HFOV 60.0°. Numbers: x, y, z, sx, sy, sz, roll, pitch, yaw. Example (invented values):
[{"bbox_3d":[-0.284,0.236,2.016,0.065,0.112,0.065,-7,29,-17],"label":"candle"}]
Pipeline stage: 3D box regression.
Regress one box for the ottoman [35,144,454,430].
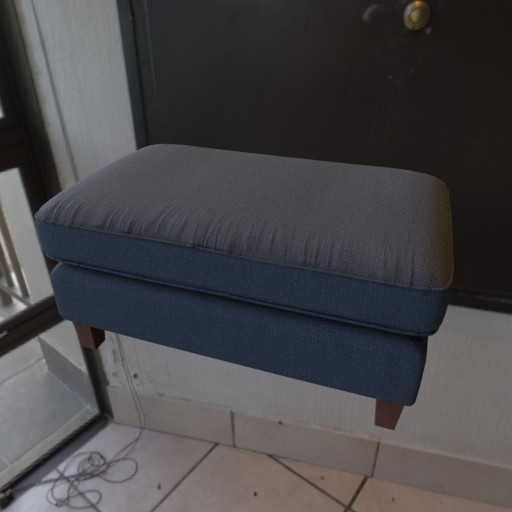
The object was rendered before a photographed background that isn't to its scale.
[{"bbox_3d":[0.000,0.000,1.155,0.885,0.438,0.570,10,32,16],"label":"ottoman"}]
